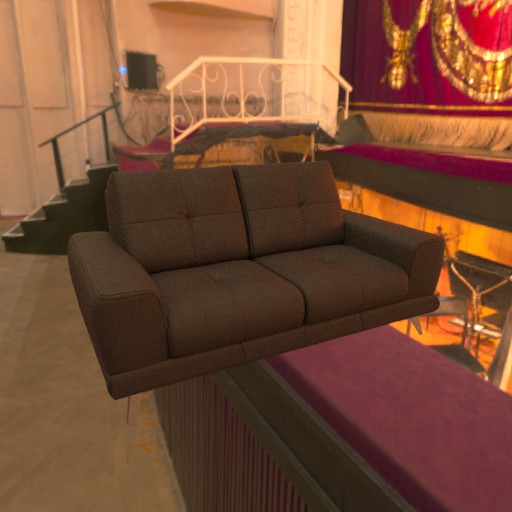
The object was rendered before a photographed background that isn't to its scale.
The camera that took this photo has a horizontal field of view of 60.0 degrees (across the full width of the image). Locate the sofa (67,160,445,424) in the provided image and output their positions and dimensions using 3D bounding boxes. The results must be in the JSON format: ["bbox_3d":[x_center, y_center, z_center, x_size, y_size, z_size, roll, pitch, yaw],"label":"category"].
[{"bbox_3d":[0.000,0.000,2.373,1.806,0.907,1.018,-9,20,-26],"label":"sofa"}]
